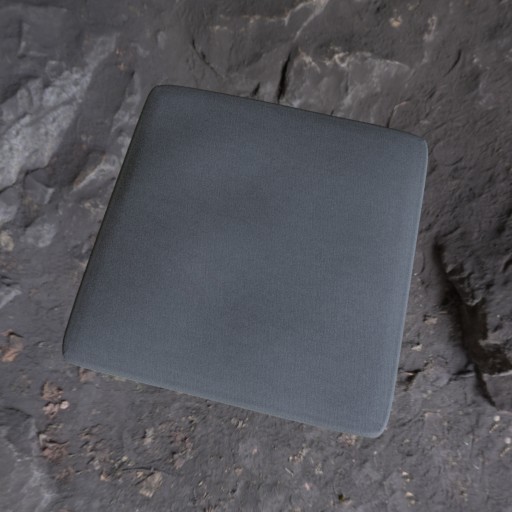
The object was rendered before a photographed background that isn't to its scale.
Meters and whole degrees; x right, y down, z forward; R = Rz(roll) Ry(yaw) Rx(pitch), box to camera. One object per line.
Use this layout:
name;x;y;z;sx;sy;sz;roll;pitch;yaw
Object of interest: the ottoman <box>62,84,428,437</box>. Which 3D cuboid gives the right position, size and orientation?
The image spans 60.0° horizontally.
ottoman;0.000;0.000;1.332;0.842;0.441;0.843;13;75;4
